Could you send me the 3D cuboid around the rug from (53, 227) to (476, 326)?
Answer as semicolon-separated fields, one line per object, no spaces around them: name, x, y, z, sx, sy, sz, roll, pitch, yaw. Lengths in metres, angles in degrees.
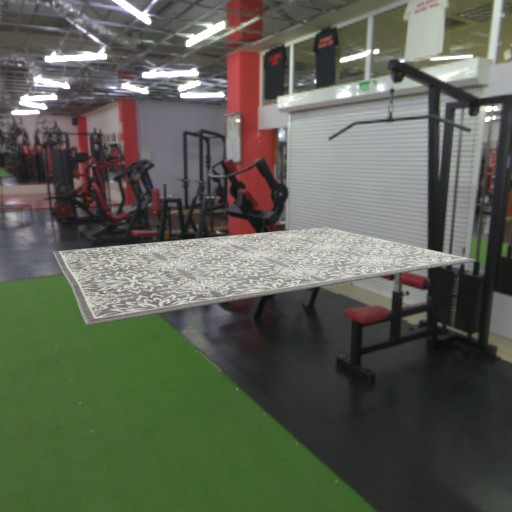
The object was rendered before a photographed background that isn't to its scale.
rug;0.000;0.000;2.315;1.847;0.012;1.224;-7;14;-28
